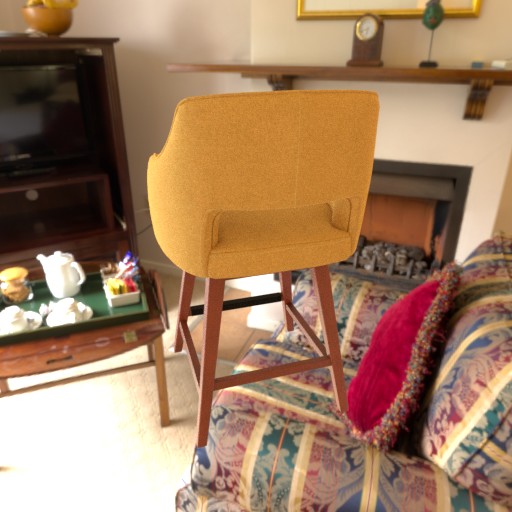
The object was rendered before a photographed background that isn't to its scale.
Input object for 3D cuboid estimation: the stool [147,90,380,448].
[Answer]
[{"bbox_3d":[0.000,0.000,1.261,0.548,0.924,0.558,-8,26,-16],"label":"stool"}]
